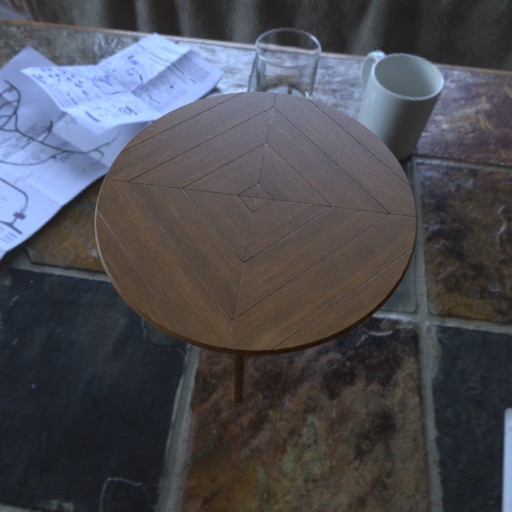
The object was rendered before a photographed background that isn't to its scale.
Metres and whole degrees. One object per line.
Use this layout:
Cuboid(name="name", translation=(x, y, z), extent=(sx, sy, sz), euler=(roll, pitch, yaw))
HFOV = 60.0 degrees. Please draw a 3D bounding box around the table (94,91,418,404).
Cuboid(name="table", translation=(0.000, 0.000, 1.785), extent=(1.055, 0.757, 1.055), euler=(0, 59, 0))
